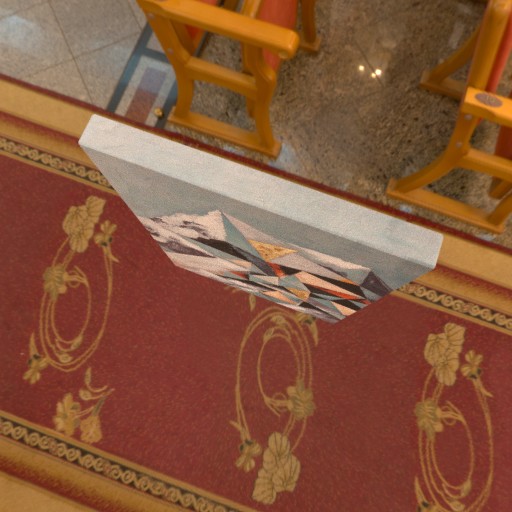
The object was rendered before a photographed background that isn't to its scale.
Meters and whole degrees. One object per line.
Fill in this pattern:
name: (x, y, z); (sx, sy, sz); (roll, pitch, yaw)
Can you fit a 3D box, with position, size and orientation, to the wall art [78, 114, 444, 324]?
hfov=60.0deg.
wall art: (0.000, 0.000, 1.154); (0.609, 0.911, 0.061); (20, 77, 5)
